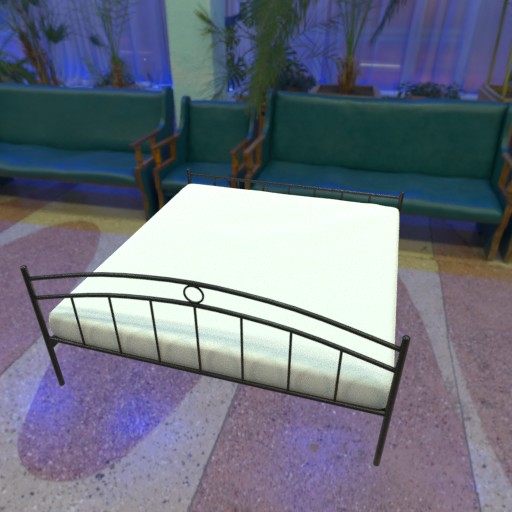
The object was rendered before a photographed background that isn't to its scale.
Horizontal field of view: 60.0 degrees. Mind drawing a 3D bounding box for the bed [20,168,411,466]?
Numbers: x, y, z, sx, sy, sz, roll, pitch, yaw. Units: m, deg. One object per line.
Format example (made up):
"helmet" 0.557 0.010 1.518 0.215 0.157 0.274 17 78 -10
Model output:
"bed" 0.000 0.000 3.020 1.880 0.940 2.040 9 33 14
